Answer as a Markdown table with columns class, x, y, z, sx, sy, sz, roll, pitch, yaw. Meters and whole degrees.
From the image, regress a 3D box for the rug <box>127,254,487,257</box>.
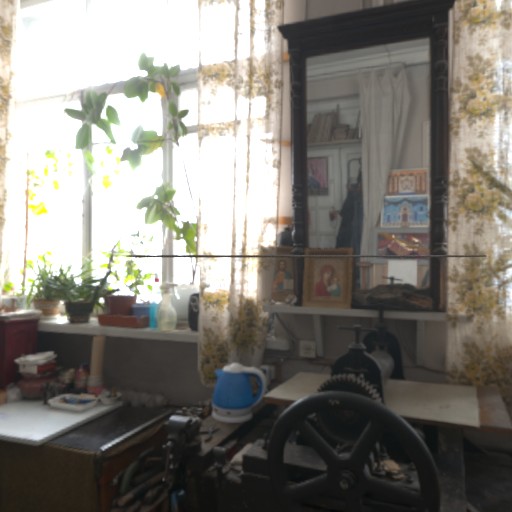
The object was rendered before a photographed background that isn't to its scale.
| class | x | y | z | sx | sy | sz | roll | pitch | yaw |
| --- | --- | --- | --- | --- | --- | --- | --- | --- | --- |
| rug | 0.000 | 0.000 | 4.422 | 2.448 | 0.020 | 3.359 | 0 | 0 | -17 |
